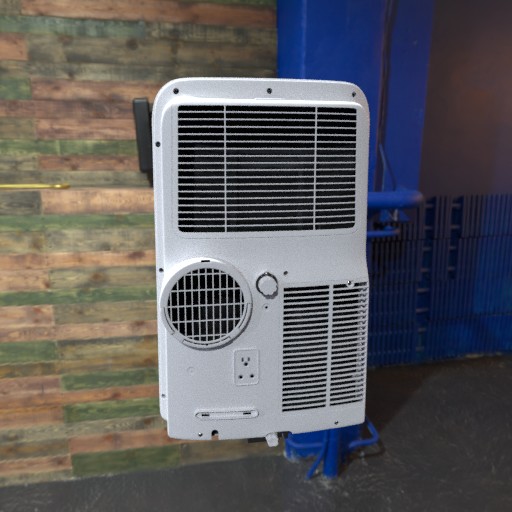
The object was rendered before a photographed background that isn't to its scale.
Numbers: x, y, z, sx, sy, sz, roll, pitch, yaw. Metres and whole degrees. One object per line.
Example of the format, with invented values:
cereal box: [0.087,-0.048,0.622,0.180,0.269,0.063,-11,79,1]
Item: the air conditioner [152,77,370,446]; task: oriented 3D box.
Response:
air conditioner: [0.000,0.000,1.083,0.478,0.765,0.467,-2,13,-8]
